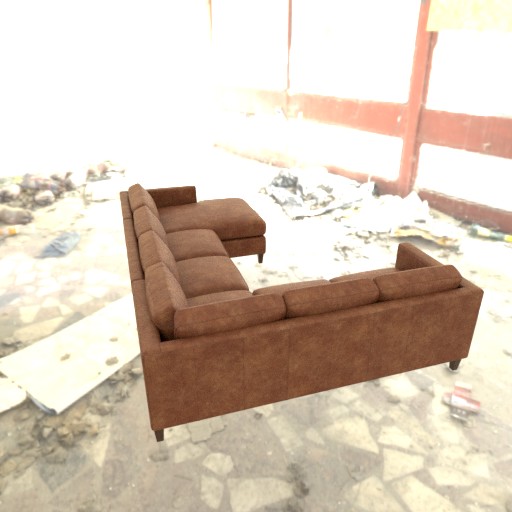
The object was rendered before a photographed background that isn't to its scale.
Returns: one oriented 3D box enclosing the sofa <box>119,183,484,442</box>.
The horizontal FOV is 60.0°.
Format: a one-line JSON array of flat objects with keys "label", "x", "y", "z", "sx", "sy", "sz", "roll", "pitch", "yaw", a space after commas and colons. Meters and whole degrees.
[{"label": "sofa", "x": 0.000, "y": 0.000, "z": 4.438, "sx": 2.452, "sy": 0.888, "sz": 3.324, "roll": -8, "pitch": 27, "yaw": -16}]
